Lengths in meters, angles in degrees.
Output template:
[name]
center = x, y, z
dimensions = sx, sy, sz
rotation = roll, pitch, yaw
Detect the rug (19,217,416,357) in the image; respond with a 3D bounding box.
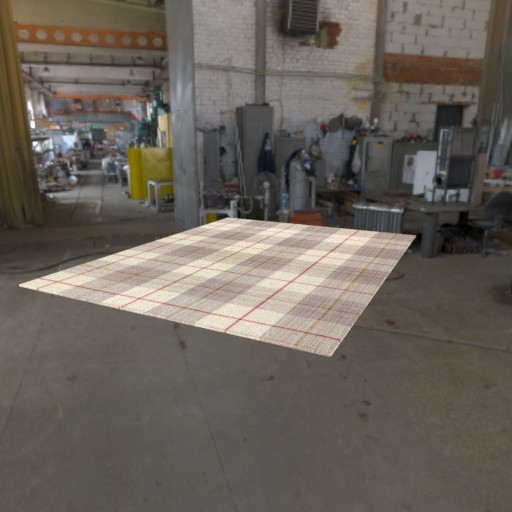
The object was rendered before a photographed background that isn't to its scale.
[rug]
center = 0.000, 0.000, 3.953
dimensions = 2.317, 0.016, 2.959
rotation = 8, 17, 26
